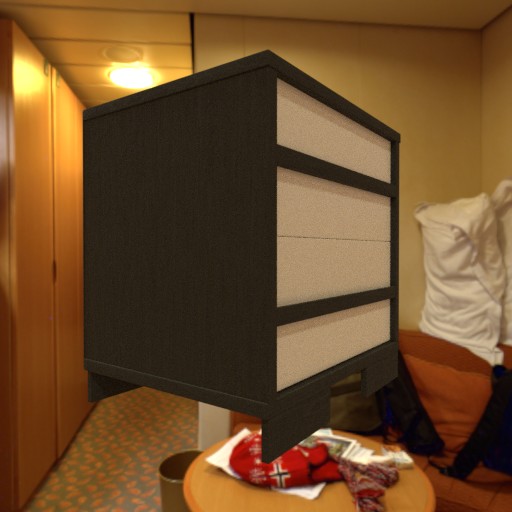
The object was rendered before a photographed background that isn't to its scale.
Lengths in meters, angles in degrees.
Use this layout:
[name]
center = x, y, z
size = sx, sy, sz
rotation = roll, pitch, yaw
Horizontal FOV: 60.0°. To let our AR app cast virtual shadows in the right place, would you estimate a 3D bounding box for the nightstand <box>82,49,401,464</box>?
[nightstand]
center = 0.000, 0.000, 0.749
size = 0.347, 0.448, 0.427
rotation = 0, 1, 36
